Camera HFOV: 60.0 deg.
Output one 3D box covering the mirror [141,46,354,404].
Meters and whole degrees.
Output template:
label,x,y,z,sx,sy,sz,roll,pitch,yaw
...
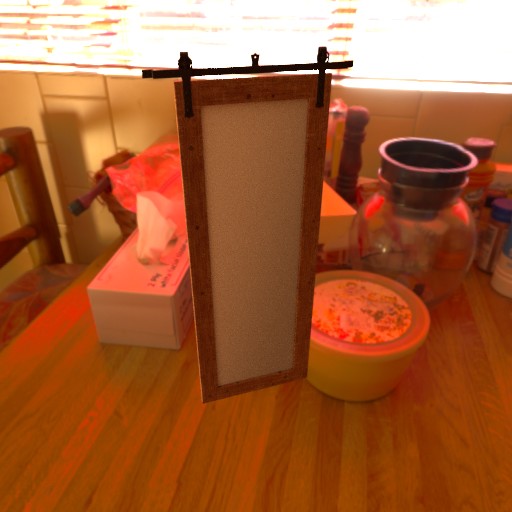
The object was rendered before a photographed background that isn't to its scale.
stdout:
label,x,y,z,sx,sy,sz,roll,pitch,yaw
mirror,0.000,0.000,2.106,0.847,1.793,0.042,-9,32,-15
